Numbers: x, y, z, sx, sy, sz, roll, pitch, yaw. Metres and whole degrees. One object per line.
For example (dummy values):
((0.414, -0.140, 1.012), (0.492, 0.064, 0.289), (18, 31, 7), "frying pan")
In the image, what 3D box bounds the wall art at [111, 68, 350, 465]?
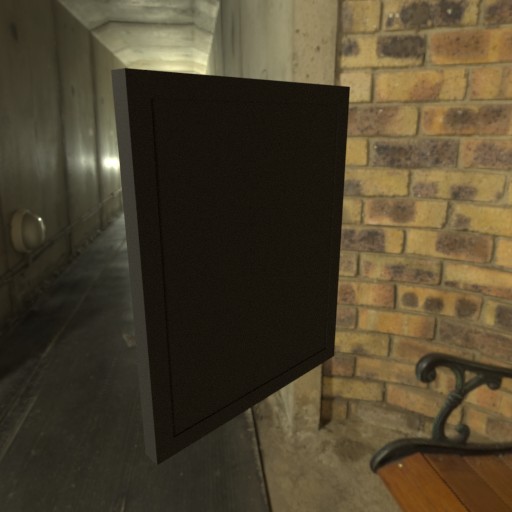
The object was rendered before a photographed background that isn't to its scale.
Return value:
((0.000, 0.000, 0.755), (0.033, 0.559, 0.457), (17, 24, 42), "wall art")
